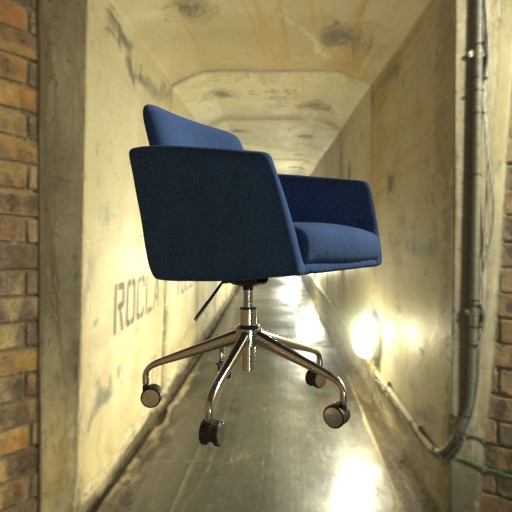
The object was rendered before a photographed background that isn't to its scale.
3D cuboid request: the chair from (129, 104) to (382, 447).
[{"bbox_3d":[0.000,0.000,1.332,0.635,0.908,0.641,0,1,34],"label":"chair"}]
